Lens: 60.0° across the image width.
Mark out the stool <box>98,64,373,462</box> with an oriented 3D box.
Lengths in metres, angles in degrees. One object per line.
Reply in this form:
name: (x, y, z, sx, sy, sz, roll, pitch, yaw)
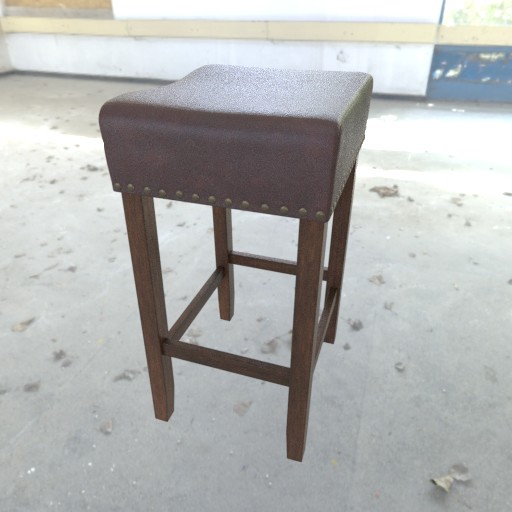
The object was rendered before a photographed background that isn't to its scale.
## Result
stool: (0.000, 0.000, 1.040, 0.401, 0.769, 0.465, 10, 33, 16)
